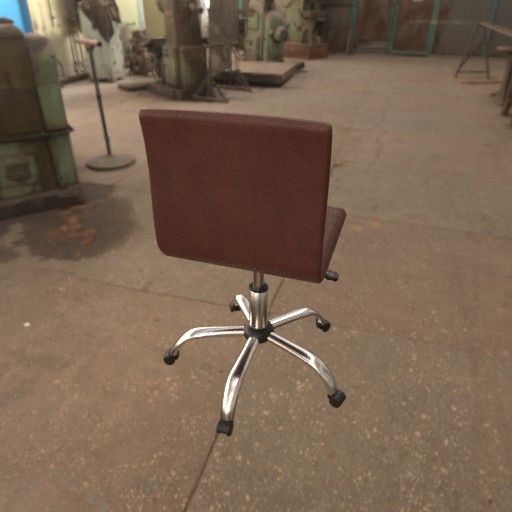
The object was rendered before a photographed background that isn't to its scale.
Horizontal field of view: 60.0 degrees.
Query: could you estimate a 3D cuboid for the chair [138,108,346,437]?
[{"bbox_3d":[0.000,0.000,1.145,0.556,0.780,0.530,10,32,16],"label":"chair"}]
